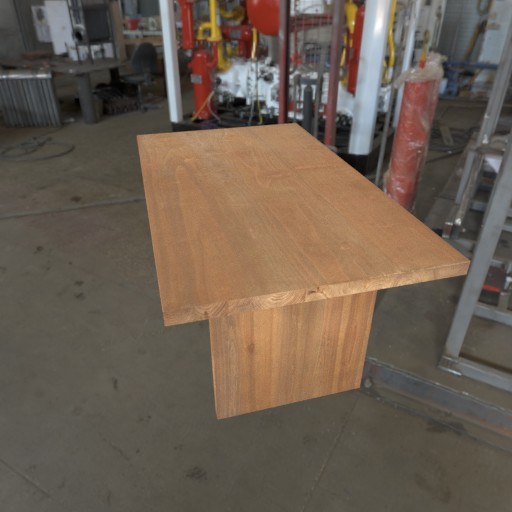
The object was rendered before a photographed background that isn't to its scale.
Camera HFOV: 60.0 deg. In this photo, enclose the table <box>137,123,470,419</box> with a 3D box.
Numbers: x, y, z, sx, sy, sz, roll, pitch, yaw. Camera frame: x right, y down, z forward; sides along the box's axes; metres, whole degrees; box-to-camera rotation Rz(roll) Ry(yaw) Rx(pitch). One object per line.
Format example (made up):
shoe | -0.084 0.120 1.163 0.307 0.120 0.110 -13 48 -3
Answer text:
table | 0.000 0.000 2.137 0.946 0.780 1.609 -8 33 -13
